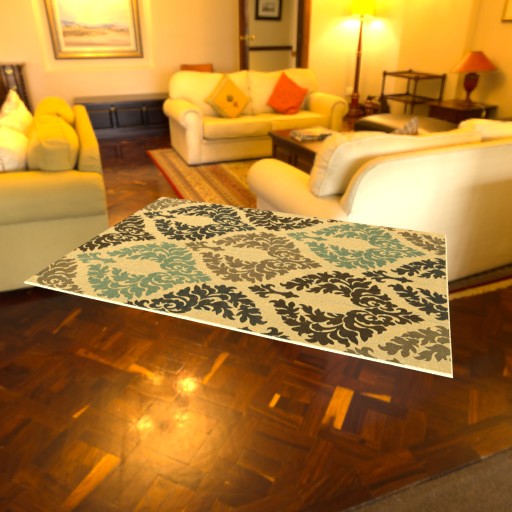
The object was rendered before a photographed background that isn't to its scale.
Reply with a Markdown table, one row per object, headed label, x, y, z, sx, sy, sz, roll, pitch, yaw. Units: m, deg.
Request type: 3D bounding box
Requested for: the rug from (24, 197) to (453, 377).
| label | x | y | z | sx | sy | sz | roll | pitch | yaw |
| --- | --- | --- | --- | --- | --- | --- | --- | --- | --- |
| rug | 0.000 | 0.000 | 2.807 | 2.275 | 0.014 | 1.514 | 9 | 29 | 18 |
